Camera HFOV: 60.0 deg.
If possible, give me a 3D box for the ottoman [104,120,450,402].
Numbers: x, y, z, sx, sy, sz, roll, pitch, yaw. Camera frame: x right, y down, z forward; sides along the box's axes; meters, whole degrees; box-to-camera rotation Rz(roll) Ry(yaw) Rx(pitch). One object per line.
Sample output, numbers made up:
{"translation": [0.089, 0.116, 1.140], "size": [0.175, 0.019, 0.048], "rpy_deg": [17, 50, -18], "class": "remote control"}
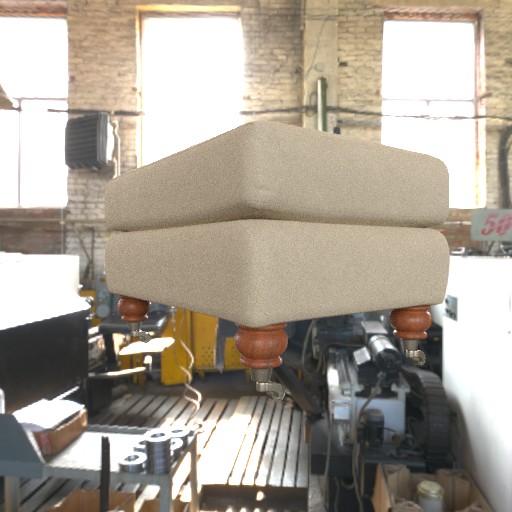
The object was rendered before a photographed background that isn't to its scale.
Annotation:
{"translation": [0.000, 0.000, 1.135], "size": [0.569, 0.504, 0.773], "rpy_deg": [0, 1, -36], "class": "ottoman"}
